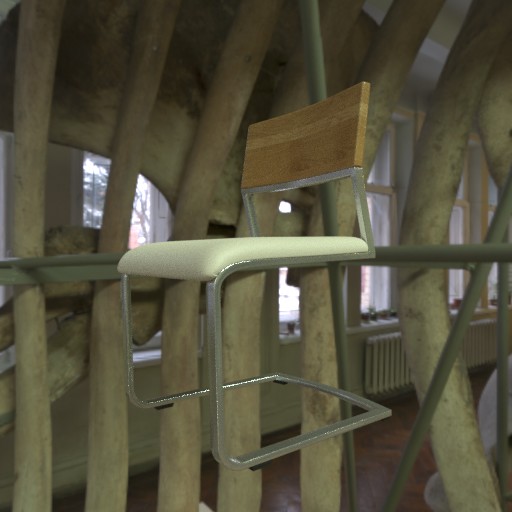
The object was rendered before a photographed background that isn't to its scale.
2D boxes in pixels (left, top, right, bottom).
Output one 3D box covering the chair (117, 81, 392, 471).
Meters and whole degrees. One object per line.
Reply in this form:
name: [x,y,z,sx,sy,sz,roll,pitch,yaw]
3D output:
chair: [0.000,0.000,1.159,0.585,0.844,0.467,0,0,-38]
